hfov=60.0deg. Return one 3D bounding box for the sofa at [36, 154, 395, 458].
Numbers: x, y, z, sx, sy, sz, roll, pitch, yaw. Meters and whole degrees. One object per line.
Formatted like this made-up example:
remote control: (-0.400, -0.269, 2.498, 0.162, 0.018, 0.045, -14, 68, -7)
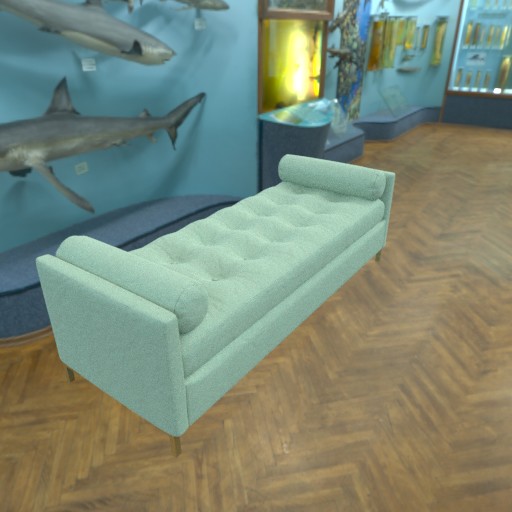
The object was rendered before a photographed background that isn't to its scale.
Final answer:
sofa: (0.000, 0.000, 2.508, 0.796, 0.705, 2.102, 18, 32, 32)
